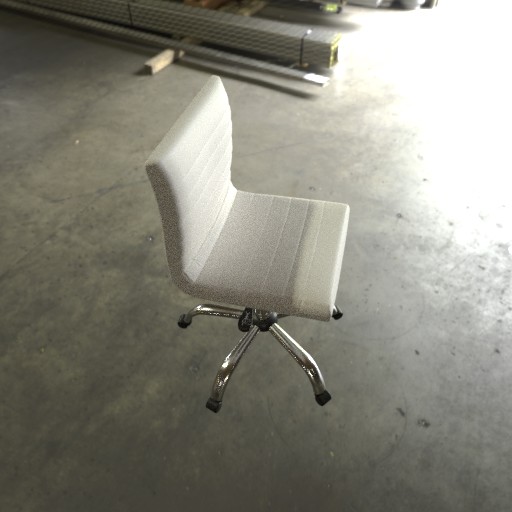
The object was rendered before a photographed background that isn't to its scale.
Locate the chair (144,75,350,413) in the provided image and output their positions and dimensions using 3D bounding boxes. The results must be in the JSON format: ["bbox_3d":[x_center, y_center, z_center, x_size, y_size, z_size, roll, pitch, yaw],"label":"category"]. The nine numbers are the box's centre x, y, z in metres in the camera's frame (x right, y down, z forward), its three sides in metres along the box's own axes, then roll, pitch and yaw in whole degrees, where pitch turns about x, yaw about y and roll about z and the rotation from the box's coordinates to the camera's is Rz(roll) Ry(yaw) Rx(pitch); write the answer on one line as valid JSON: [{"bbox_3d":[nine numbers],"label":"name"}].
[{"bbox_3d":[0.000,0.000,1.168,0.530,0.780,0.556,10,46,10],"label":"chair"}]
